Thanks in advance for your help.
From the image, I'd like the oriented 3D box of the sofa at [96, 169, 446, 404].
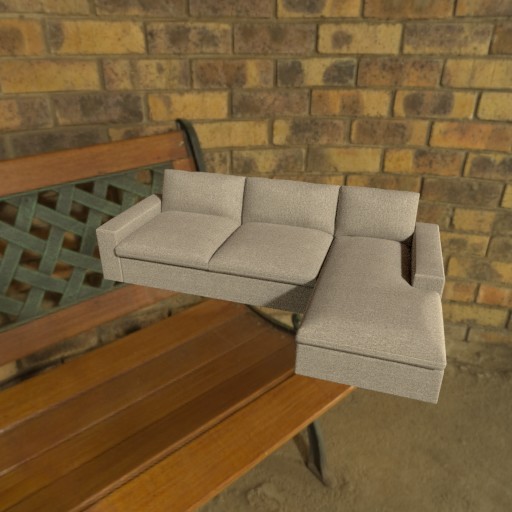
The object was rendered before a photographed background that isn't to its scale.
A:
[{"bbox_3d":[0.000,0.000,3.457,2.718,0.813,1.689,8,28,16],"label":"sofa"}]
